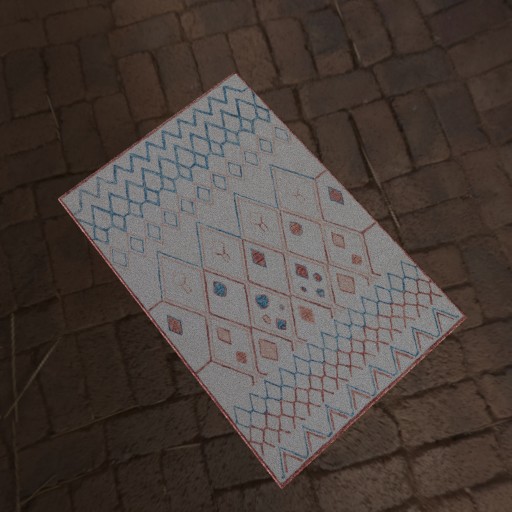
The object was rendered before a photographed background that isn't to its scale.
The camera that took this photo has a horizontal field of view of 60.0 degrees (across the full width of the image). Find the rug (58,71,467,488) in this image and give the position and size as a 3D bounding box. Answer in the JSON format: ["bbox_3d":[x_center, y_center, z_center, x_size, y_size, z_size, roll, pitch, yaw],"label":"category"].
[{"bbox_3d":[0.000,0.000,2.282,1.219,0.016,1.829,-39,79,-9],"label":"rug"}]
